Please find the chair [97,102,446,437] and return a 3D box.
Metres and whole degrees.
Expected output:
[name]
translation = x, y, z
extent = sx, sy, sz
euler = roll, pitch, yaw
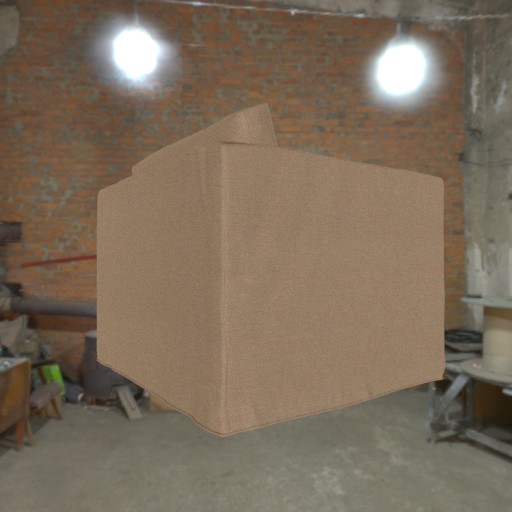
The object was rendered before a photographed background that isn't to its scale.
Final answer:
[chair]
translation = 0.000, 0.000, 1.711
extent = 0.949, 0.863, 1.057
euler = 0, -1, -35
